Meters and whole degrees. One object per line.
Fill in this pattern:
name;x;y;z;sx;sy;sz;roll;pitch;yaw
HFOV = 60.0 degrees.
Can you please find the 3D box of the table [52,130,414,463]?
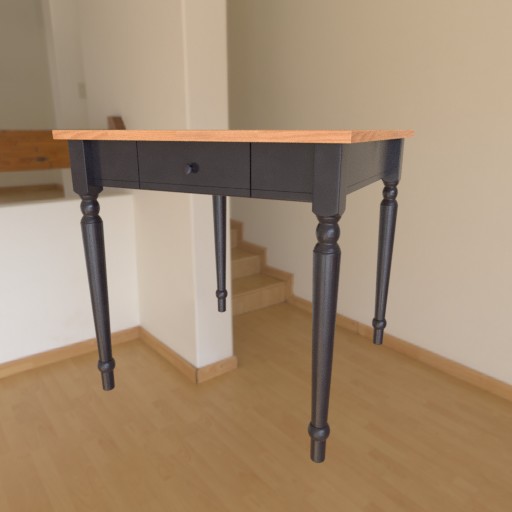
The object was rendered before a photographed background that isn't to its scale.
table;0.000;0.000;1.349;0.747;0.738;0.747;8;18;26
